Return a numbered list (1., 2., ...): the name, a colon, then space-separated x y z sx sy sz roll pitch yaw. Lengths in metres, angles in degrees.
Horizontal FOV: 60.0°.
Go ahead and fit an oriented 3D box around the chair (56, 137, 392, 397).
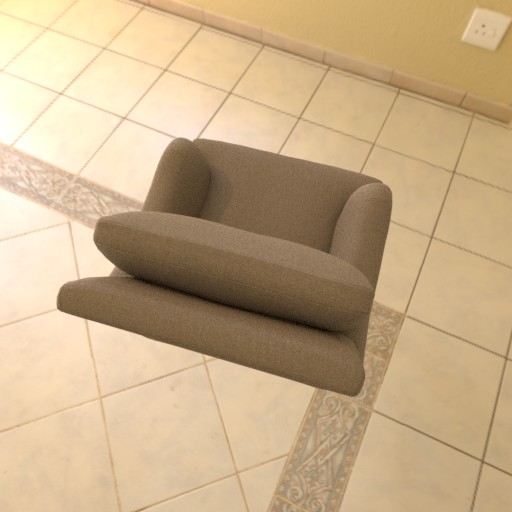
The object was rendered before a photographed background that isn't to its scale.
1. chair: 0.000 0.000 1.817 0.955 1.038 1.070 15 64 7
